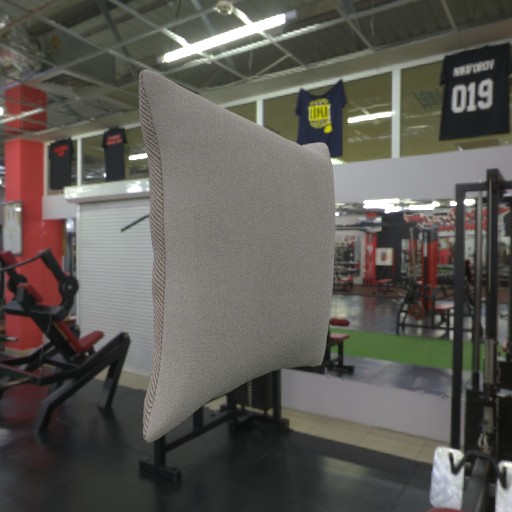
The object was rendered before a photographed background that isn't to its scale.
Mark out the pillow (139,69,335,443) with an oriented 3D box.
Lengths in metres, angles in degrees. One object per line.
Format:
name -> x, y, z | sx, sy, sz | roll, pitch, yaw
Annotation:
pillow -> 0.000, 0.000, 0.636 | 0.173, 0.401, 0.416 | 1, 1, 36
